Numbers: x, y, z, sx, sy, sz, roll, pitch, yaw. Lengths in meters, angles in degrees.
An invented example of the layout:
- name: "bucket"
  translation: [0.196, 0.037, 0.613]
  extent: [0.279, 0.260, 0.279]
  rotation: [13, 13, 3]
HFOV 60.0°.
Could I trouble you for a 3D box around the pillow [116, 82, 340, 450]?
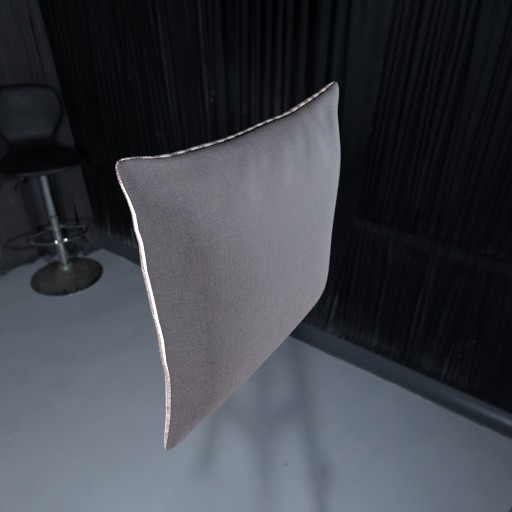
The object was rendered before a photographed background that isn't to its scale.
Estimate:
- name: "pillow"
  translation: [0.000, 0.000, 0.779]
  extent: [0.166, 0.506, 0.523]
  rotation: [20, 38, 29]
